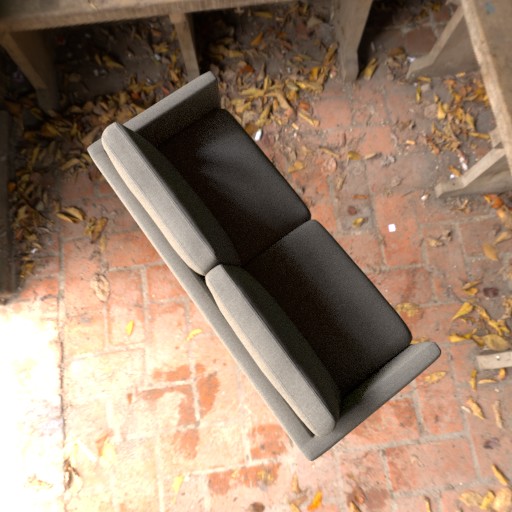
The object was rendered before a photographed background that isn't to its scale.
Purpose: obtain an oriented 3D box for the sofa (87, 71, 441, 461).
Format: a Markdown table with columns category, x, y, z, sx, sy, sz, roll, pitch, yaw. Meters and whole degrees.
| category | x | y | z | sx | sy | sz | roll | pitch | yaw |
| --- | --- | --- | --- | --- | --- | --- | --- | --- | --- |
| sofa | 0.000 | 0.000 | 2.783 | 0.956 | 0.963 | 2.208 | -36 | 79 | -8 |
